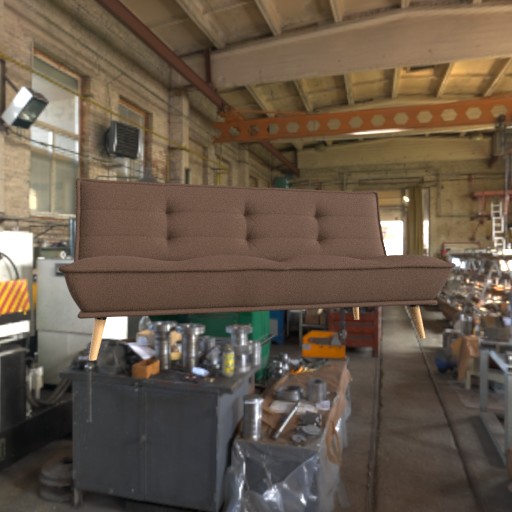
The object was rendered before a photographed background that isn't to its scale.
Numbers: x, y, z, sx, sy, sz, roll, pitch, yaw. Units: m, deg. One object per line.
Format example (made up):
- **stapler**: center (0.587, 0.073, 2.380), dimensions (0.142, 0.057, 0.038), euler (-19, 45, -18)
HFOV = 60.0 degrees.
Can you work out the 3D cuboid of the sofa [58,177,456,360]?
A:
- **sofa**: center (0.000, 0.000, 2.493), dimensions (1.940, 0.890, 0.950), euler (0, 0, -17)
